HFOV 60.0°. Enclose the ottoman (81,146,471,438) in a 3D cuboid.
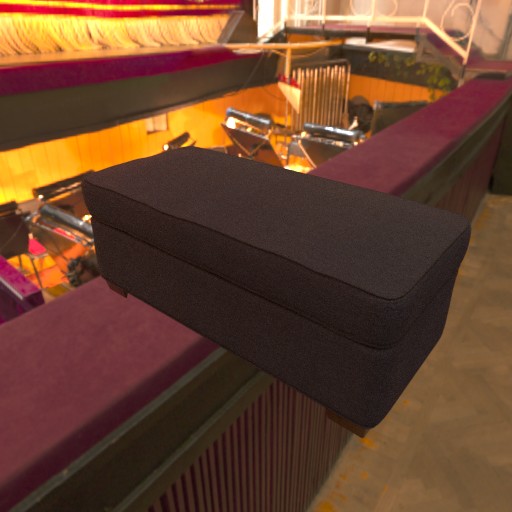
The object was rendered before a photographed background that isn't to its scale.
[{"bbox_3d":[0.000,0.000,1.397,1.110,0.460,0.515,22,36,33],"label":"ottoman"}]
